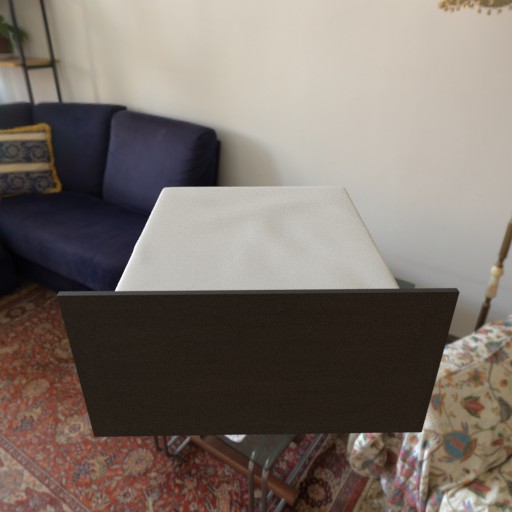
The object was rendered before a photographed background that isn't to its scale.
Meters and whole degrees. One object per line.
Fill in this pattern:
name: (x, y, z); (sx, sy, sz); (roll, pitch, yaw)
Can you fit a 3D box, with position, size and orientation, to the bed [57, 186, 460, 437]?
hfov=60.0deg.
bed: (0.000, 0.000, 2.841); (1.585, 0.823, 2.073); (0, 29, -1)
